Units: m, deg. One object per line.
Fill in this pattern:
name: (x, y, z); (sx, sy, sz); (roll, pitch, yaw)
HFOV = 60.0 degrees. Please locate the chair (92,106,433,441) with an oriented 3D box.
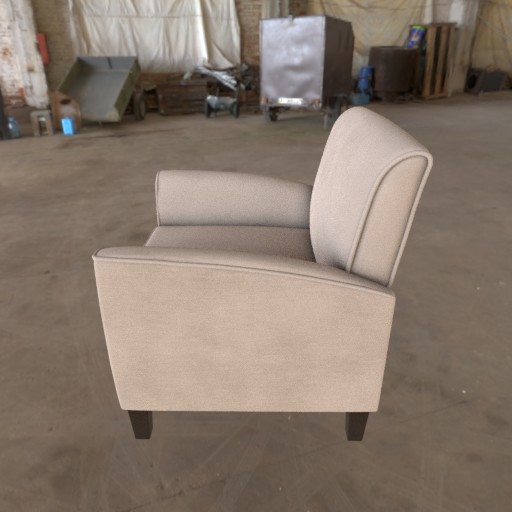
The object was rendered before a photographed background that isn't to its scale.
chair: (0.000, 0.000, 1.519); (0.821, 0.915, 0.820); (0, 26, 1)
